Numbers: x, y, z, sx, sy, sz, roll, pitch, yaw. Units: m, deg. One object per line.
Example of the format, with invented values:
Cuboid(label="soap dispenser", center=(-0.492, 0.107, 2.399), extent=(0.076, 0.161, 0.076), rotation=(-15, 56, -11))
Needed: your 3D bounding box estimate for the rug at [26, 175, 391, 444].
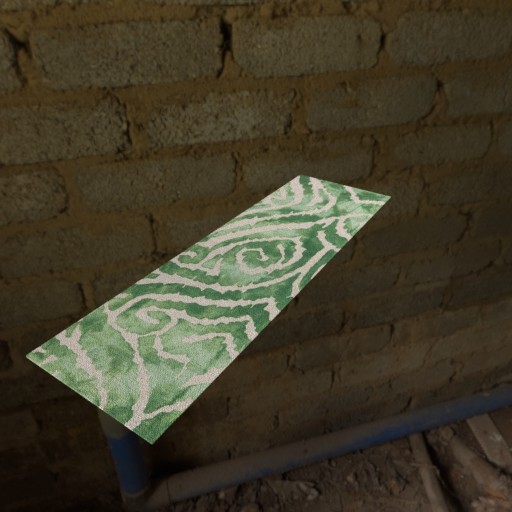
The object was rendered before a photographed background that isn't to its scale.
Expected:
Cuboid(label="rug", center=(0.000, 0.000, 2.588), extent=(0.761, 0.006, 2.438), rotation=(20, 38, 28))
